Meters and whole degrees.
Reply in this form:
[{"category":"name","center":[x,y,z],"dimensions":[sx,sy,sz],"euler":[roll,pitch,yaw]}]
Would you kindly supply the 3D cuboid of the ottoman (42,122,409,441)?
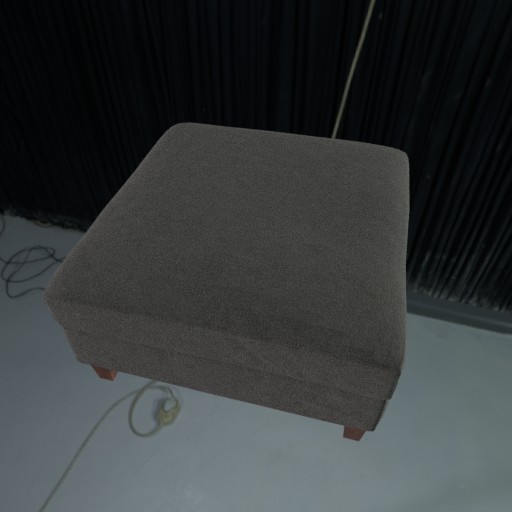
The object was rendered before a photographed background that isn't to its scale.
[{"category":"ottoman","center":[0.000,0.000,1.395],"dimensions":[0.861,0.482,0.881],"euler":[10,45,10]}]
